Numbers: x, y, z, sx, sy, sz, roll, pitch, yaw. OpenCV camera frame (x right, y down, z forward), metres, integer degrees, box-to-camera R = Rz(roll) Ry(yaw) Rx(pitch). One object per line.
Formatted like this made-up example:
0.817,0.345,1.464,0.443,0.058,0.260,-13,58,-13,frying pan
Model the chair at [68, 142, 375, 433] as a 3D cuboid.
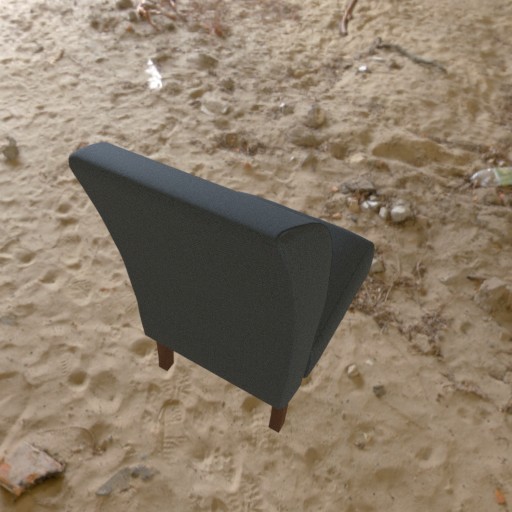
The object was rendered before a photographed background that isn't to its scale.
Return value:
0.000,0.000,1.168,0.513,0.804,0.592,22,50,20,chair
